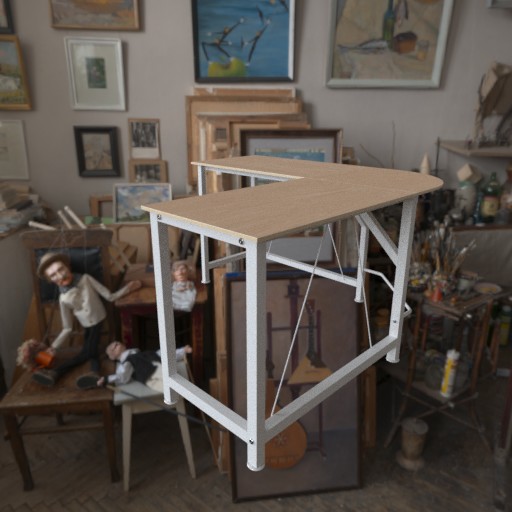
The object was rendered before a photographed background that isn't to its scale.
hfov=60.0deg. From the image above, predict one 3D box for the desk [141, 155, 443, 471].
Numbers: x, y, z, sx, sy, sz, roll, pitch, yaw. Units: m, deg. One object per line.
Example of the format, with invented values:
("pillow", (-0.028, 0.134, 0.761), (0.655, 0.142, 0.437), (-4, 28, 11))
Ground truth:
("desk", (0.000, 0.000, 2.162), (1.400, 0.762, 1.400), (18, 25, 42))
